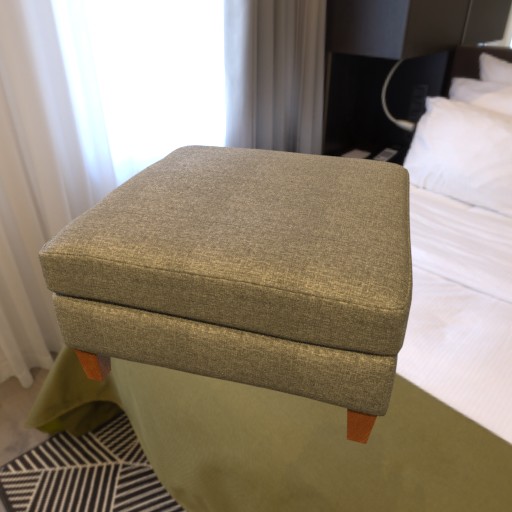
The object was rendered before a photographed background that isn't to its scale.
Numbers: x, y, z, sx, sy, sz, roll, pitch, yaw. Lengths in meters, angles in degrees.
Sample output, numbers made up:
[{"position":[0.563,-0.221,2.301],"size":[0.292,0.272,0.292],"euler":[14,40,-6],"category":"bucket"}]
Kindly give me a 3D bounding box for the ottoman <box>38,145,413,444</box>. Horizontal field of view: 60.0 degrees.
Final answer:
[{"position":[0.000,0.000,1.335],"size":[0.838,0.481,0.838],"euler":[8,32,14],"category":"ottoman"}]
